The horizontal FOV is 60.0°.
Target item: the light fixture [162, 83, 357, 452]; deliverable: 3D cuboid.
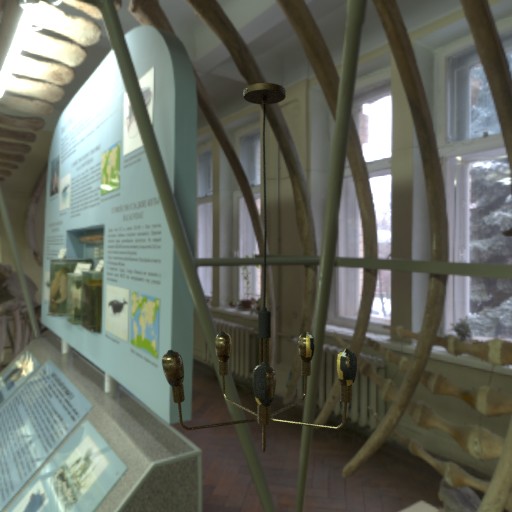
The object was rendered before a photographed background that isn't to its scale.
[{"bbox_3d":[0.000,0.000,1.434,0.588,1.059,0.532,0,0,-35],"label":"light fixture"}]
